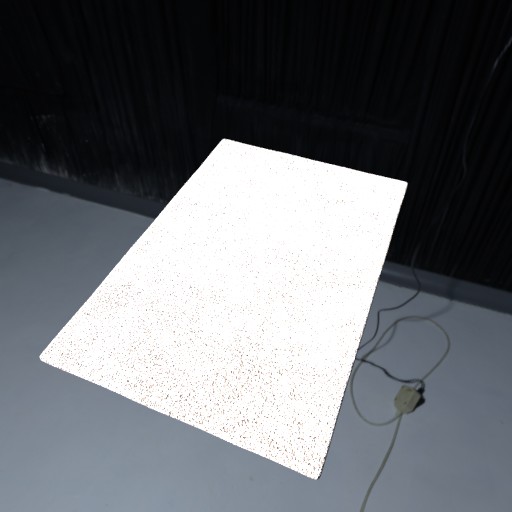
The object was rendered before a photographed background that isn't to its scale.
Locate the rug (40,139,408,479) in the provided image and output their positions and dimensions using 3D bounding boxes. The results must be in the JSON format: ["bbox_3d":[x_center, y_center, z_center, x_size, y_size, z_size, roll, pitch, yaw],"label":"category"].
[{"bbox_3d":[0.000,0.000,2.242,1.219,0.030,1.778,17,50,15],"label":"rug"}]
